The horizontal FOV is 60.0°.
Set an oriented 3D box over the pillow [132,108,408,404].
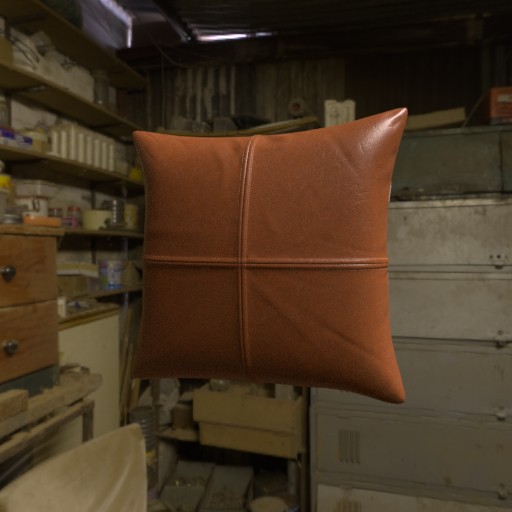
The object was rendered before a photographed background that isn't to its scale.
[{"bbox_3d":[0.000,0.000,0.773,0.501,0.477,0.192,0,0,17],"label":"pillow"}]
